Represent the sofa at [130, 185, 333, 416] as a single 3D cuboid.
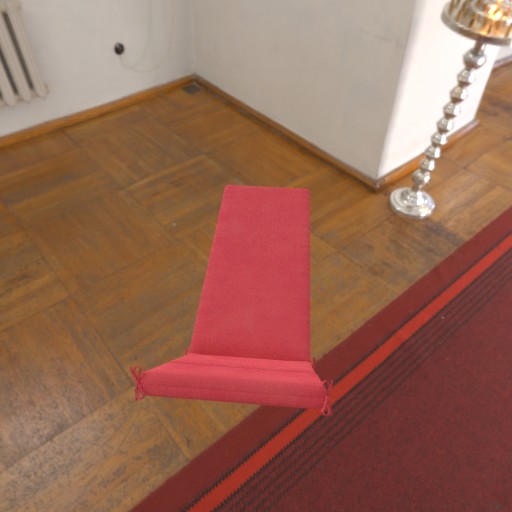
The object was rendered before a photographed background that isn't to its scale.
[{"bbox_3d":[0.000,0.000,1.952,0.582,0.622,1.663,3,46,3],"label":"sofa"}]
